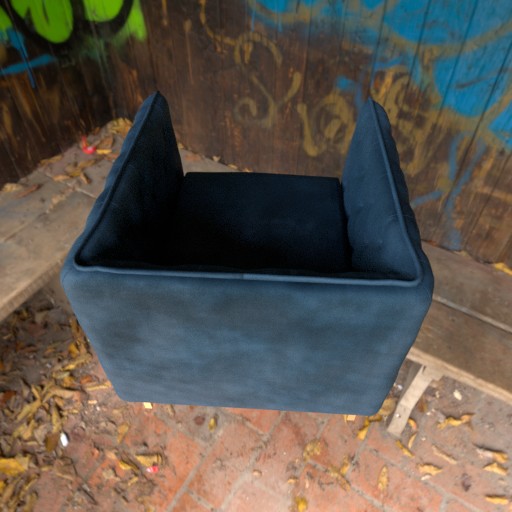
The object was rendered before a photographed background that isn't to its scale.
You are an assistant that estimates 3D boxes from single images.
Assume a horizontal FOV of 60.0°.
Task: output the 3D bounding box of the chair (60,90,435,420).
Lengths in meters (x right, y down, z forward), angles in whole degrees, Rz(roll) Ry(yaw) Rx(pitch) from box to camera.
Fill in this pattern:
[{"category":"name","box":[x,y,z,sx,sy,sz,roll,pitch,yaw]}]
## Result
[{"category":"chair","box":[0.000,0.000,1.508,0.868,0.771,0.877,3,47,2]}]
